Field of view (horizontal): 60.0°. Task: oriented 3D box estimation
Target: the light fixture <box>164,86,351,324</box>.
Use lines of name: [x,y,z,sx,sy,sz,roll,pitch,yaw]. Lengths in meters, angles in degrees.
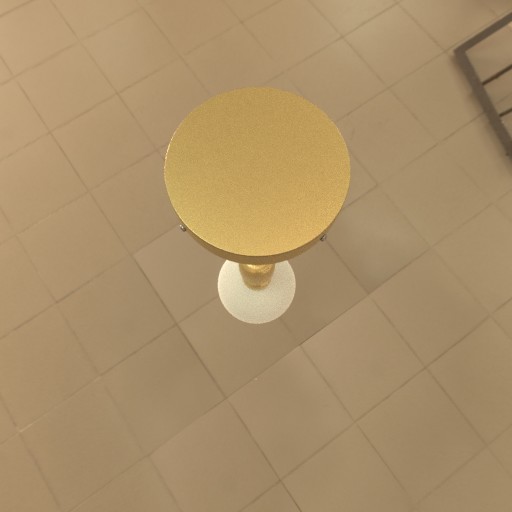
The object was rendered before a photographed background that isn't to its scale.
light fixture: [0.000,0.000,0.586,0.146,0.510,0.147,-35,77,-9]
